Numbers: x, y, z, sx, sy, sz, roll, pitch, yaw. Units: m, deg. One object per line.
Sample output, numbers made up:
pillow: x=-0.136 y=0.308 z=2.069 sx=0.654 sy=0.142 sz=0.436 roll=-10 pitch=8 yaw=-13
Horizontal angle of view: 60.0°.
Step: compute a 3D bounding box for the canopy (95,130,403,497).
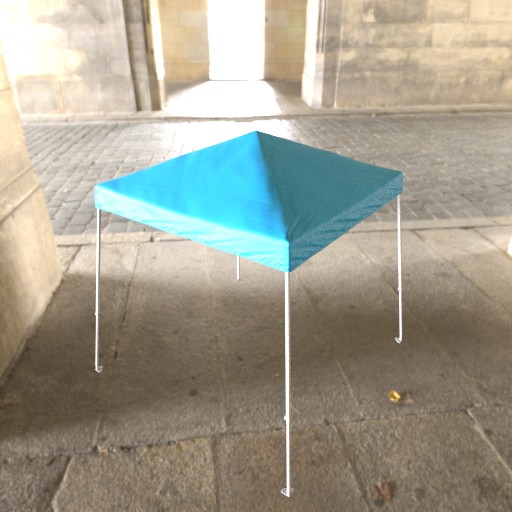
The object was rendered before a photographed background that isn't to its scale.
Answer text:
canopy: x=0.000 y=0.000 z=5.122 sx=2.848 sy=2.849 sz=2.849 roll=18 pitch=32 yaw=32
